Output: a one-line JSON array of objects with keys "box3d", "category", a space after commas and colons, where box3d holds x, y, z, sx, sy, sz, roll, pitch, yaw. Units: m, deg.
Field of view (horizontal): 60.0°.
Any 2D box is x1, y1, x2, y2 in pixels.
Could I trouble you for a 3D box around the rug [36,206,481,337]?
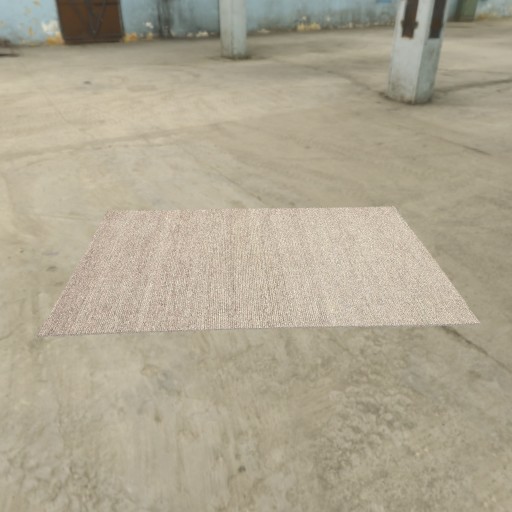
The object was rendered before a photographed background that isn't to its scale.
[{"box3d": [0.000, 0.000, 2.258, 1.792, 0.021, 1.154, -1, 31, -2], "category": "rug"}]
